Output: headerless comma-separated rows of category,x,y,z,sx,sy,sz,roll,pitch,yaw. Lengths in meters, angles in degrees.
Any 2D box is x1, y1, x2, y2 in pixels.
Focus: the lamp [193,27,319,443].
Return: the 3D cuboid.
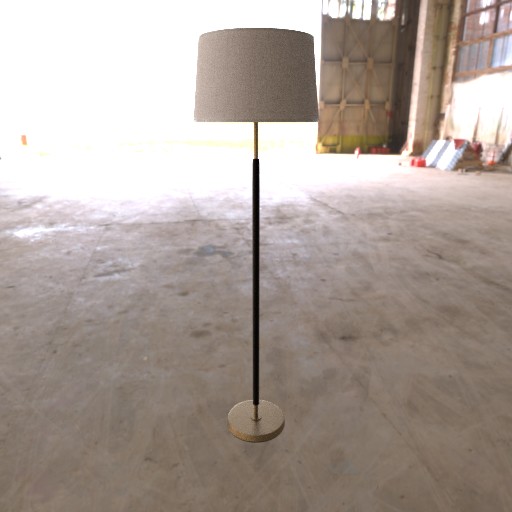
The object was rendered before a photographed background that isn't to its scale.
lamp,0.000,0.000,1.622,0.420,1.447,0.420,0,17,0
